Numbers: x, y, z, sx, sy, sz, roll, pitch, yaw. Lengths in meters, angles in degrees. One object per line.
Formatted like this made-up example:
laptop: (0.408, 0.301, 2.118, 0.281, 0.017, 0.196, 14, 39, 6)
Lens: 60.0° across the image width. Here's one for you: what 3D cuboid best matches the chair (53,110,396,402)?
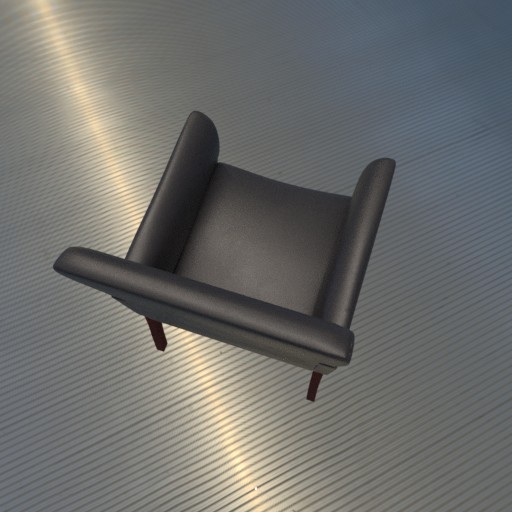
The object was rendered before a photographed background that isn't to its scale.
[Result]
chair: (0.000, 0.000, 1.425, 0.683, 0.951, 0.772, 16, 63, 8)
